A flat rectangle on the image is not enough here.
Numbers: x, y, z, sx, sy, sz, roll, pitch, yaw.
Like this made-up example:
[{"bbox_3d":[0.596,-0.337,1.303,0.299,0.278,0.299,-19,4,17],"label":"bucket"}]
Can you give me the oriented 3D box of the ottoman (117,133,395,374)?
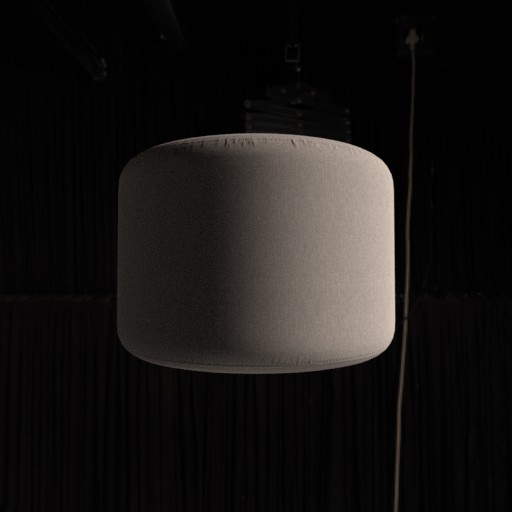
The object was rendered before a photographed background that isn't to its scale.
[{"bbox_3d":[0.000,0.000,1.020,0.608,0.433,0.608,0,-2,0],"label":"ottoman"}]
